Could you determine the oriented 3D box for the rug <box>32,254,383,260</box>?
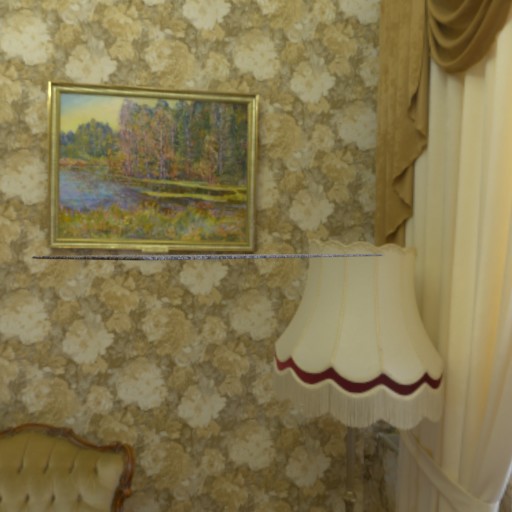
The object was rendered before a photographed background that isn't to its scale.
[{"bbox_3d":[0.000,0.000,2.616,0.719,0.013,2.305,0,1,36],"label":"rug"}]
